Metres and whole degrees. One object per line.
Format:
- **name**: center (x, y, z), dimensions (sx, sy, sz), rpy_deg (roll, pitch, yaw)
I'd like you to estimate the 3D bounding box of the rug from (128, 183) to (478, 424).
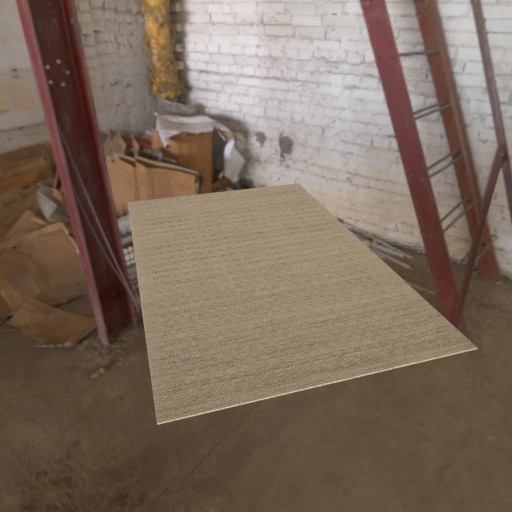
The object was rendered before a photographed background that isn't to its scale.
- **rug**: center (0.000, 0.000, 2.186), dimensions (1.142, 0.006, 1.752), rpy_deg (-9, 31, -15)
